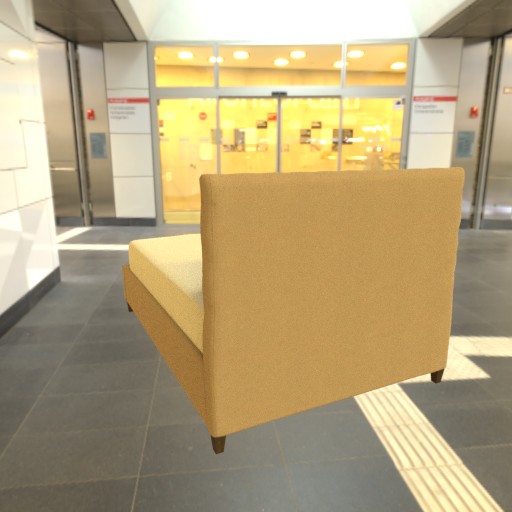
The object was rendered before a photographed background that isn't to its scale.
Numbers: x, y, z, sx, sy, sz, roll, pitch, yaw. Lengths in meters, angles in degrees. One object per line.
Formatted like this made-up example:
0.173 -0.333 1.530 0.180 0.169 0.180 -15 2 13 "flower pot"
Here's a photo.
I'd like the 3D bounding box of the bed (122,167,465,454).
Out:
0.000 0.000 3.490 1.698 1.427 2.387 -7 15 -26 "bed"
